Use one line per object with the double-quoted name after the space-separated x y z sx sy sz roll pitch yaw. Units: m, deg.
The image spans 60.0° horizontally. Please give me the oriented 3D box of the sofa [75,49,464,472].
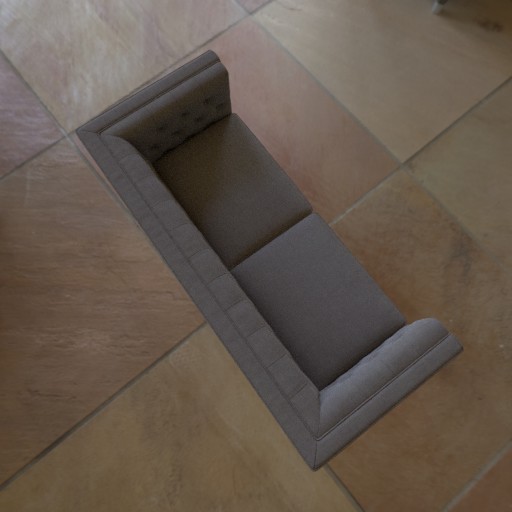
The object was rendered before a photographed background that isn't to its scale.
0.000 0.000 2.249 0.775 0.762 1.778 -35 77 -9 "sofa"
